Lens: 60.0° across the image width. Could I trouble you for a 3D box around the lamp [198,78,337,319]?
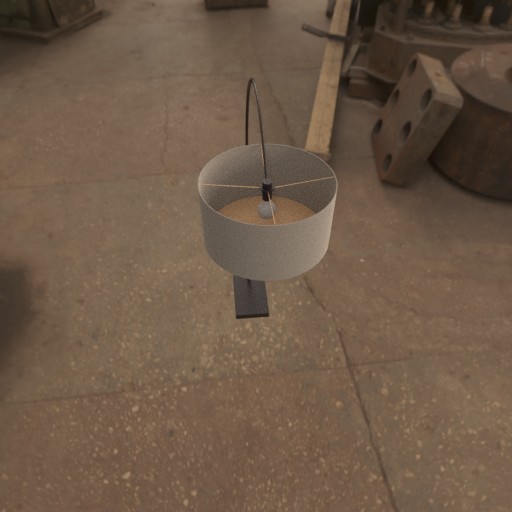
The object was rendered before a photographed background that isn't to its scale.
[{"bbox_3d":[0.000,0.000,2.493,0.493,1.927,1.424,-4,45,-4],"label":"lamp"}]
